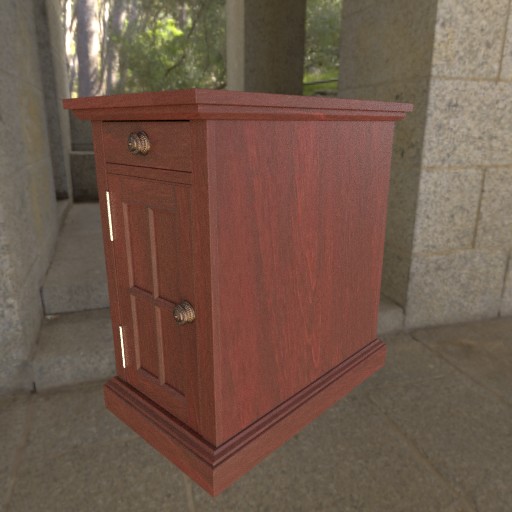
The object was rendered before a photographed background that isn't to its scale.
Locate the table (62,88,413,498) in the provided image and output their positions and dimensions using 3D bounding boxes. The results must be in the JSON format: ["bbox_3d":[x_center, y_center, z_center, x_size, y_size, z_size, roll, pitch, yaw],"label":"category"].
[{"bbox_3d":[0.000,0.000,0.929,0.356,0.612,0.584,15,22,41],"label":"table"}]
